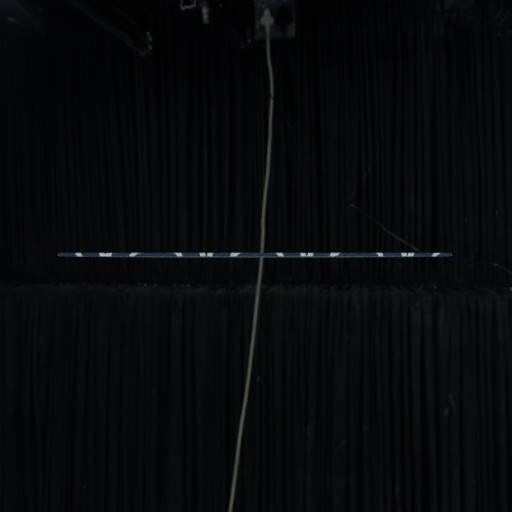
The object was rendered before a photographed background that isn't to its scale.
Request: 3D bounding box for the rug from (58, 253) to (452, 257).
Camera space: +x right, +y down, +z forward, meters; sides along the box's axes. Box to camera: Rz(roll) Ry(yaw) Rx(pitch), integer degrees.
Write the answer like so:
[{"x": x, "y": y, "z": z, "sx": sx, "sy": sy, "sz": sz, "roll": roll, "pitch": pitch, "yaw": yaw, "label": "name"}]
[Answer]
[{"x": 0.000, "y": 0.000, "z": 2.154, "sx": 1.143, "sy": 0.010, "sz": 1.753, "roll": 0, "pitch": 0, "yaw": 0, "label": "rug"}]
